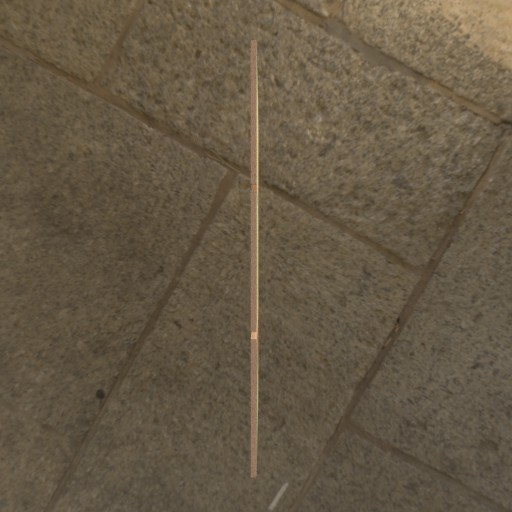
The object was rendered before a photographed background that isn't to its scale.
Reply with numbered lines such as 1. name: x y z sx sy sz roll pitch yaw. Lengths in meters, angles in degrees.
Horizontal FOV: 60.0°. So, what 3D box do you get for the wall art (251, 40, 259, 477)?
1. wall art: 0.000 0.000 1.835 0.016 1.207 1.217 0 92 1
